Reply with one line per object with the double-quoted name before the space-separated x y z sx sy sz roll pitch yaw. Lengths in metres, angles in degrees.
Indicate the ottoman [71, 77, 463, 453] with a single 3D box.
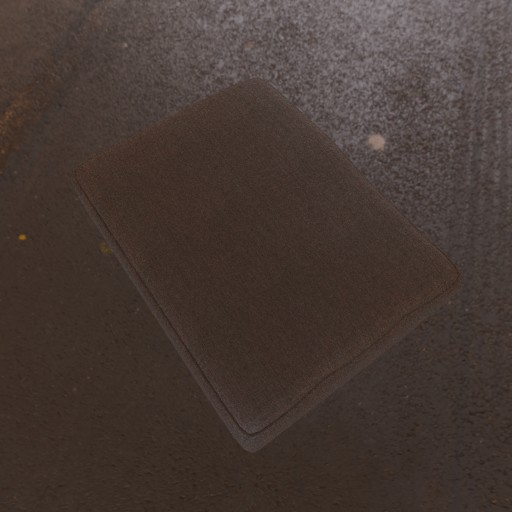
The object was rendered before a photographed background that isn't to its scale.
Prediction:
"ottoman" 0.000 0.000 1.237 0.639 0.496 0.826 -33 67 -15
